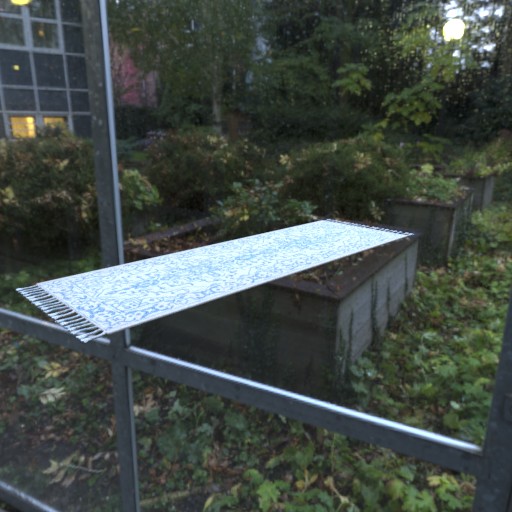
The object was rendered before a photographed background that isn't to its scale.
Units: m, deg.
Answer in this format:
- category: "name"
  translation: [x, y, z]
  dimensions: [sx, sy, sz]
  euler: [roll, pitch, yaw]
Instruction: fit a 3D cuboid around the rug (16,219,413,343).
- category: "rug"
  translation: [0.000, 0.000, 2.654]
  dimensions: [2.449, 0.011, 0.774]
  euler: [-15, 22, -42]
